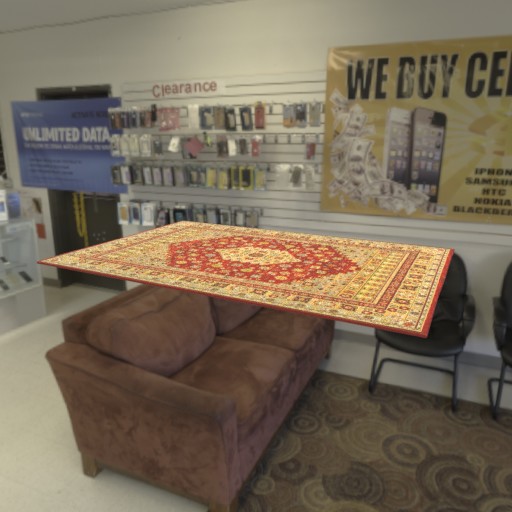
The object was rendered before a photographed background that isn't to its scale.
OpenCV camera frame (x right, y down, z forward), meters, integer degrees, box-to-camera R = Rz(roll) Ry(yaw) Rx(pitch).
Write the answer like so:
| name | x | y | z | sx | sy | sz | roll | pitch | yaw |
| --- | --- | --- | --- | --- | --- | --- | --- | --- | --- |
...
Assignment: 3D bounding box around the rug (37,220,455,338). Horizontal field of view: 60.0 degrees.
| name | x | y | z | sx | sy | sz | roll | pitch | yaw |
| --- | --- | --- | --- | --- | --- | --- | --- | --- | --- |
| rug | 0.000 | 0.000 | 2.278 | 1.802 | 0.013 | 1.194 | 8 | 17 | 26 |
